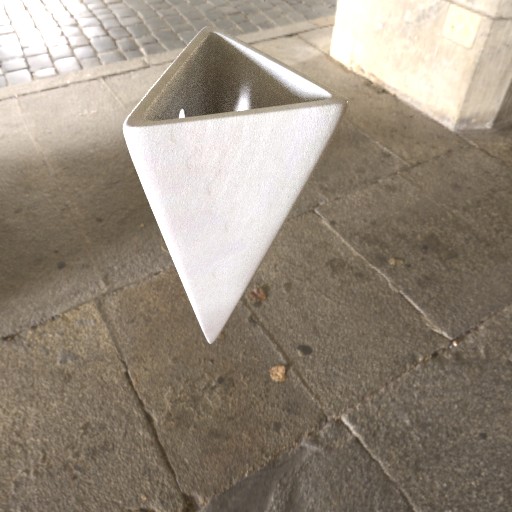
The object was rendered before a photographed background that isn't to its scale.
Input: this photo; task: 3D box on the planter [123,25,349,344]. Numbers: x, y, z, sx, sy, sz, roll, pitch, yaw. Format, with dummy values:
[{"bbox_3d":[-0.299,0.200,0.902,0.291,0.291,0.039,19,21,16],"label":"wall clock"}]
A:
[{"bbox_3d":[0.000,0.000,0.270,0.081,0.224,0.101,10,48,9],"label":"planter"}]
